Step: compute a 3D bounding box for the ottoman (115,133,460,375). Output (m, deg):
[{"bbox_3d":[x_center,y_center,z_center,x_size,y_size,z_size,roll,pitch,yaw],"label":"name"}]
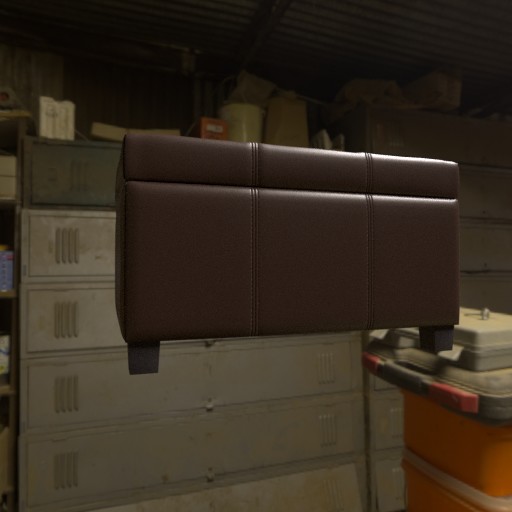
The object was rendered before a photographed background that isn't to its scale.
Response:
[{"bbox_3d":[0.000,0.000,1.298,0.788,0.460,0.787,0,-1,-18],"label":"ottoman"}]
